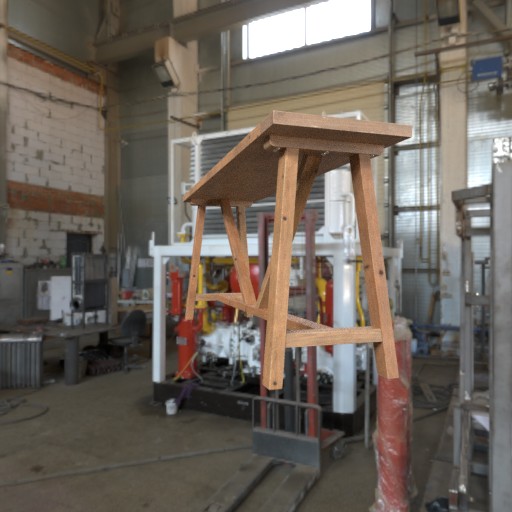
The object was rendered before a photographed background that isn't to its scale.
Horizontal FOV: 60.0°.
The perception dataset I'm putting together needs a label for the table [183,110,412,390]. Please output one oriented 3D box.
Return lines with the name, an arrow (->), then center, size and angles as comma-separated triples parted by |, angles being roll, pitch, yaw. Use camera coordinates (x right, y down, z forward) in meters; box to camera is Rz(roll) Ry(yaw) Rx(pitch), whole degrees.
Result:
table -> 0.000, 0.000, 2.181 | 0.465, 0.810, 1.800 | 0, -1, -18
